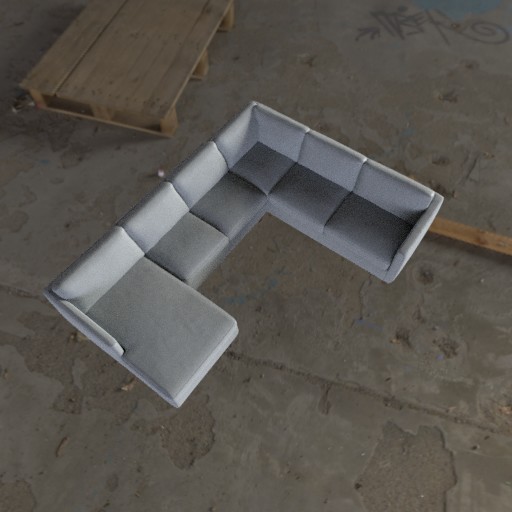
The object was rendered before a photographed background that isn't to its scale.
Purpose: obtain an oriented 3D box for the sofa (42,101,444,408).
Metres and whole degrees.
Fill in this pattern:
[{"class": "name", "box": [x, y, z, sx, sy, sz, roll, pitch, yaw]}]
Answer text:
[{"class": "sofa", "box": [0.000, 0.000, 4.546, 2.551, 0.853, 3.238, 32, 65, 18]}]
